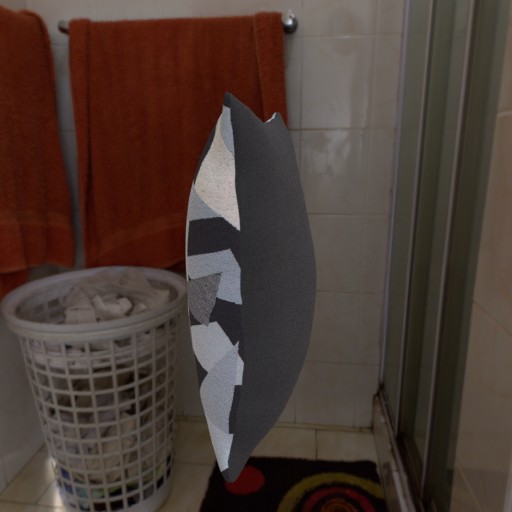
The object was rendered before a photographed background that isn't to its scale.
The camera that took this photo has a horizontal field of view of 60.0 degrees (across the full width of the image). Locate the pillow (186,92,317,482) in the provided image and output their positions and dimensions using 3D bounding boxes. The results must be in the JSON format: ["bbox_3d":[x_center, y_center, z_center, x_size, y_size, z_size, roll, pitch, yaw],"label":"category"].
[{"bbox_3d":[0.000,0.000,0.760,0.208,0.496,0.503,2,15,9],"label":"pillow"}]
